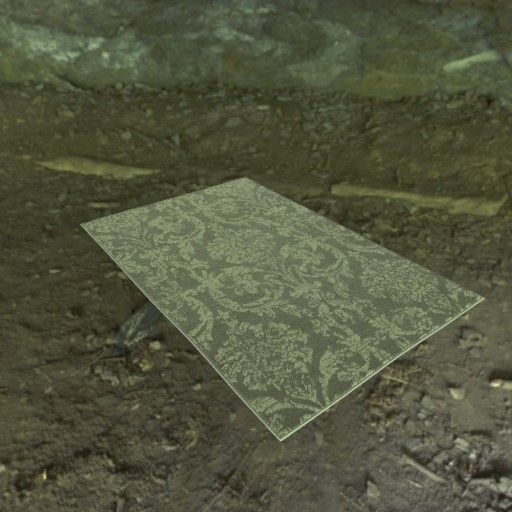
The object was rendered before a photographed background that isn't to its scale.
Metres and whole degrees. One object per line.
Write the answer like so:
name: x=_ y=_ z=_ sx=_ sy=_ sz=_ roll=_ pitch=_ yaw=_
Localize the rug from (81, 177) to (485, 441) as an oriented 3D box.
rug: x=0.000 y=0.000 z=2.304 sx=1.206 sy=0.012 sz=1.824 roll=-22 pitch=38 yaw=-31
